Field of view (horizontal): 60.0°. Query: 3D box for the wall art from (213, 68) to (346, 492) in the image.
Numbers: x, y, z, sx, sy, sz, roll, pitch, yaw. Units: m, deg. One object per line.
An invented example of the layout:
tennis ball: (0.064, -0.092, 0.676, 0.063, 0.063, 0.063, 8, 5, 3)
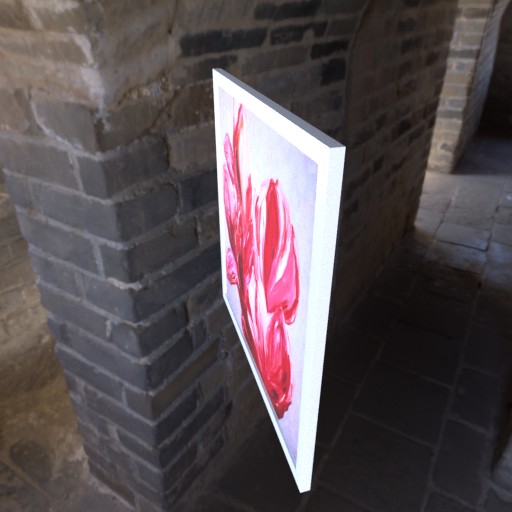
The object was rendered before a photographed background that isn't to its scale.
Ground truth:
wall art: (0.000, 0.000, 0.947, 0.020, 0.661, 0.664, -8, 31, -14)
